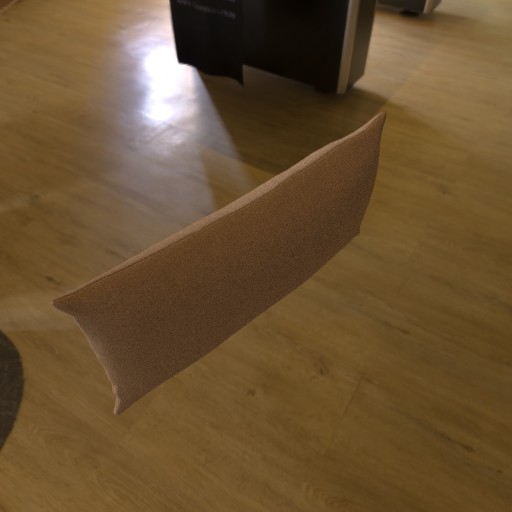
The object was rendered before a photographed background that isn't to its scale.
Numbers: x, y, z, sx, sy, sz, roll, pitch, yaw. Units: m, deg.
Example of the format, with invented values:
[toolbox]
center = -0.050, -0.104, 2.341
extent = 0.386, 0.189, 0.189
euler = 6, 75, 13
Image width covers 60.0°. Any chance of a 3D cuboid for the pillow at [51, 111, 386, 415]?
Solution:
[pillow]
center = 0.000, 0.000, 0.733
extent = 0.612, 0.308, 0.148
euler = -34, 57, -26
